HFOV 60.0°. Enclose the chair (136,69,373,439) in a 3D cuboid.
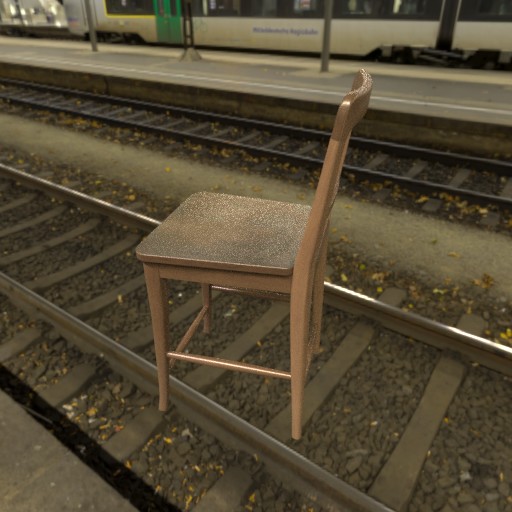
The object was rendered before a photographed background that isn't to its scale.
[{"bbox_3d":[0.000,0.000,1.302,0.546,0.991,0.450,8,30,13],"label":"chair"}]
